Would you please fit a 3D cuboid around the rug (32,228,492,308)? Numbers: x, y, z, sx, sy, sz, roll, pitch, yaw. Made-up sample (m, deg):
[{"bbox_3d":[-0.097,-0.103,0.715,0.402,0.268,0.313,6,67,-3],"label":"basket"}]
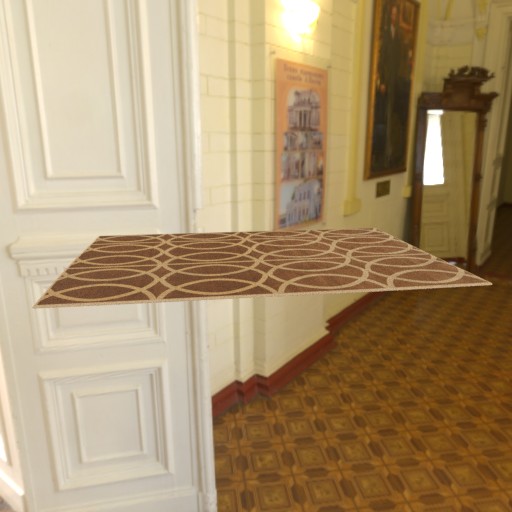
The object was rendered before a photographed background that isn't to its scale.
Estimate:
[{"bbox_3d":[0.000,0.000,2.891,2.294,0.014,1.528,-2,15,-8],"label":"rug"}]
